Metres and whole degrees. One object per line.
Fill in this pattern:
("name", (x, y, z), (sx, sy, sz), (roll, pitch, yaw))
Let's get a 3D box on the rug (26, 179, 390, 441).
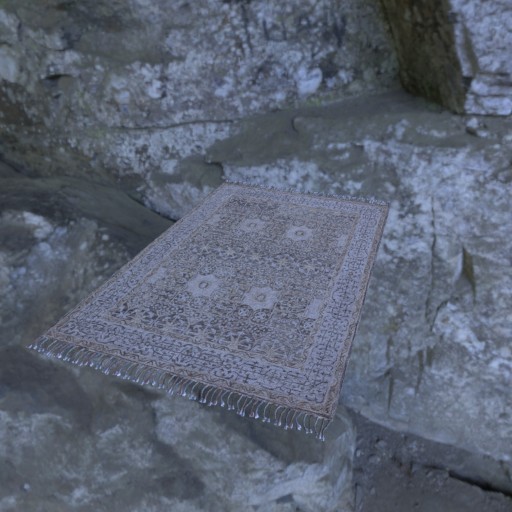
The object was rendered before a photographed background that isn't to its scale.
("rug", (0.000, 0.000, 2.414), (1.237, 0.010, 2.029), (11, 32, 17))
